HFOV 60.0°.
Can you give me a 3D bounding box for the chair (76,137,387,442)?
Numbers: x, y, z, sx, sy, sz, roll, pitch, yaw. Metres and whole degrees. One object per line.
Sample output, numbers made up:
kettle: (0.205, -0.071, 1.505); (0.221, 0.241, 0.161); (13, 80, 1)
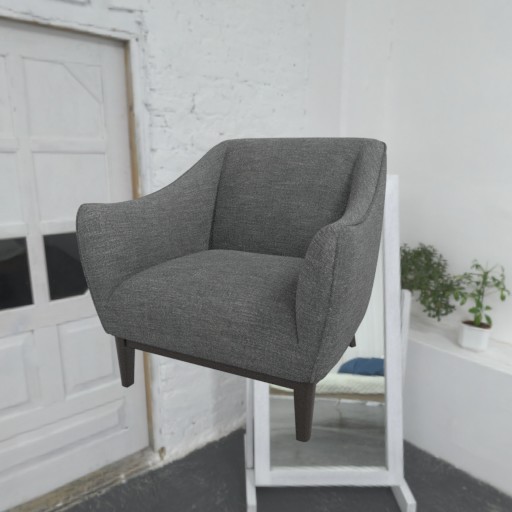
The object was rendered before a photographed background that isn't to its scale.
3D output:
chair: (0.000, 0.000, 1.582); (0.870, 0.829, 0.851); (7, 15, 26)
